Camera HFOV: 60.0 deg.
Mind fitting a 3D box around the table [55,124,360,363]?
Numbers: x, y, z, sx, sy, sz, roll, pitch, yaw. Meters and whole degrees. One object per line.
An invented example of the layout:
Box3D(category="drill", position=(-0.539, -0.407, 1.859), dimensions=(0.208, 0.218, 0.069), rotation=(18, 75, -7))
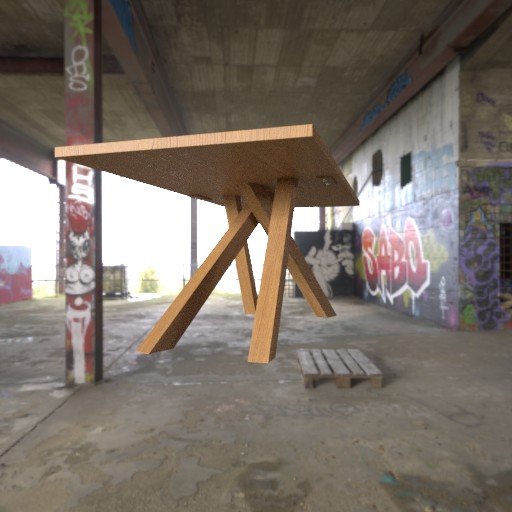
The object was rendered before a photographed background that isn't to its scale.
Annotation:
Box3D(category="table", position=(0.000, 0.000, 2.257), dimensions=(0.901, 0.750, 1.797), rotation=(0, 0, 17))
